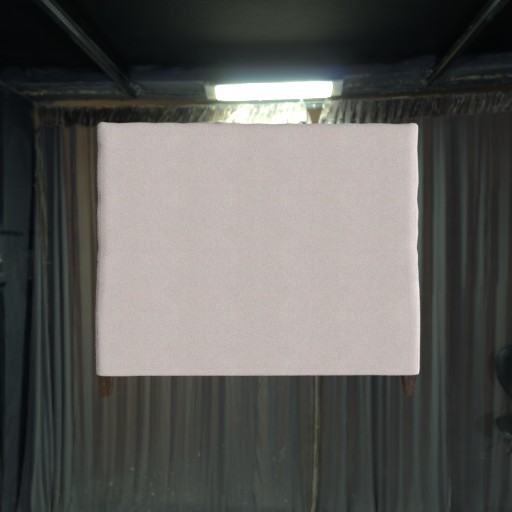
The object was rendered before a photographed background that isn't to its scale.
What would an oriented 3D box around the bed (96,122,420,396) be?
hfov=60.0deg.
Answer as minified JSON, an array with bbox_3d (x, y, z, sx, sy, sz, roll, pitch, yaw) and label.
[{"bbox_3d":[0.000,0.000,3.466,1.698,1.427,2.387,0,1,-1],"label":"bed"}]
